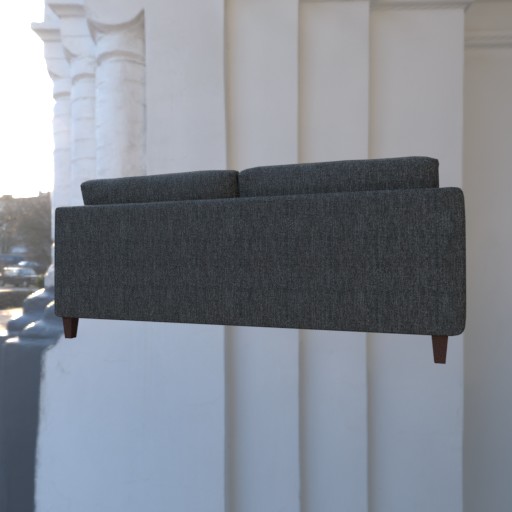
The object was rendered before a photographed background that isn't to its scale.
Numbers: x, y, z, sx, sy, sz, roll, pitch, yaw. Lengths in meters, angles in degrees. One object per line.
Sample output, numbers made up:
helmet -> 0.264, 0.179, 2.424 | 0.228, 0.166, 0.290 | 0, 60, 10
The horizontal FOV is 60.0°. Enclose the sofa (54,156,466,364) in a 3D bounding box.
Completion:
sofa -> 0.000, 0.000, 2.665 | 2.208, 0.960, 0.948 | 0, -1, 19
